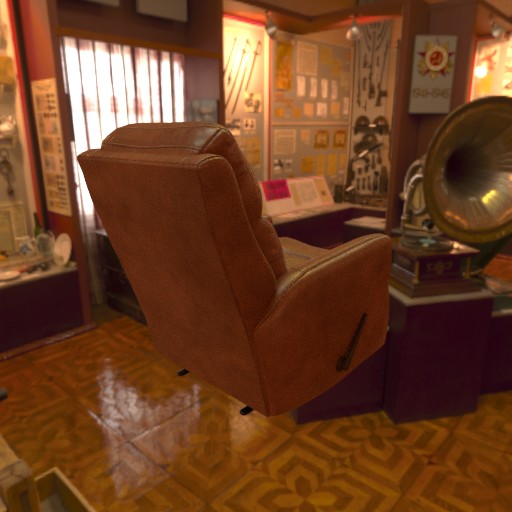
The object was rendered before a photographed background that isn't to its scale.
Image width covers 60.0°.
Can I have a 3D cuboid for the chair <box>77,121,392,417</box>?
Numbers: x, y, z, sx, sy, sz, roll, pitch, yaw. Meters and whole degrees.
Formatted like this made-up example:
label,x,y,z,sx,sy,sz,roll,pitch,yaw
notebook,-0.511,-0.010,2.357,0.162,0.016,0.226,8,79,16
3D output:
label,x,y,z,sx,sy,sz,roll,pitch,yaw
chair,0.000,0.000,1.772,0.821,1.016,1.072,15,21,42
